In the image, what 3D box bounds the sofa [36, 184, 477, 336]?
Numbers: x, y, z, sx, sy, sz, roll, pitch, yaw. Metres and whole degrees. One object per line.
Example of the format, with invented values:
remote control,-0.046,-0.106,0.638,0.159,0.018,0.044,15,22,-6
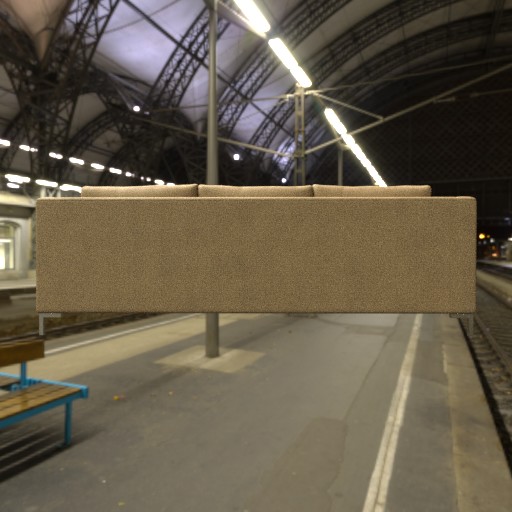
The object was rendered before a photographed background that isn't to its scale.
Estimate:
sofa,0.000,0.000,2.902,2.415,0.867,0.969,0,0,1
